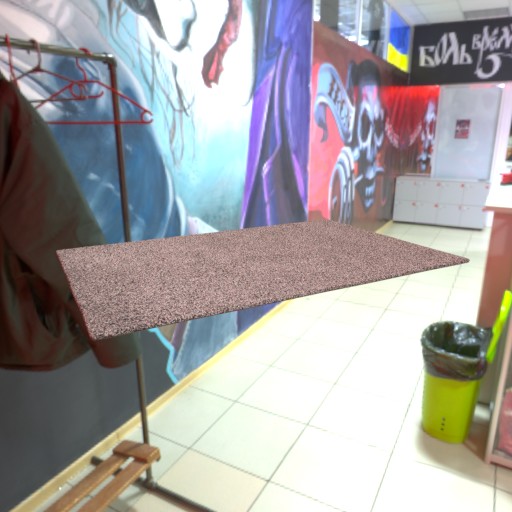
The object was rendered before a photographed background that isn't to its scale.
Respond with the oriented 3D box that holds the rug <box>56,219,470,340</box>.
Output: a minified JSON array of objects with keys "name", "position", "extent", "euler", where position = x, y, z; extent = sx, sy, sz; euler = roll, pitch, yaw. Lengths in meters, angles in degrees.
[{"name":"rug","position":[0.000,0.000,3.480],"extent":[2.743,0.030,1.778],"euler":[-8,18,-27]}]
